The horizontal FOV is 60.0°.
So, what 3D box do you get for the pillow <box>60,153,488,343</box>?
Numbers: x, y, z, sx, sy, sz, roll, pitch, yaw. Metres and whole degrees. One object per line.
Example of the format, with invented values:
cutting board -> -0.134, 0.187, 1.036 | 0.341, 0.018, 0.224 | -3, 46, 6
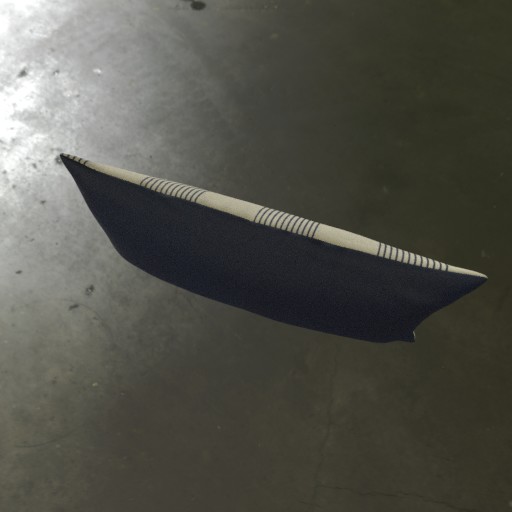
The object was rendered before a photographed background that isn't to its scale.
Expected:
pillow -> 0.000, 0.000, 0.721 | 0.610, 0.287, 0.151 | 17, 64, 9
